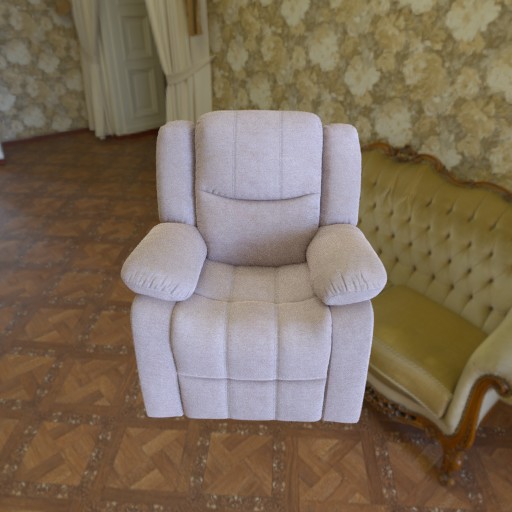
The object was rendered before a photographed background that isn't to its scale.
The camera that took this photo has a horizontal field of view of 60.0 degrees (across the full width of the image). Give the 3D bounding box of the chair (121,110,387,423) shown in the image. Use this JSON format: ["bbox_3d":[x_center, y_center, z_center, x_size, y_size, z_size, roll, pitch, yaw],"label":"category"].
[{"bbox_3d":[0.000,0.000,1.794,0.899,1.008,0.944,1,31,2],"label":"chair"}]
